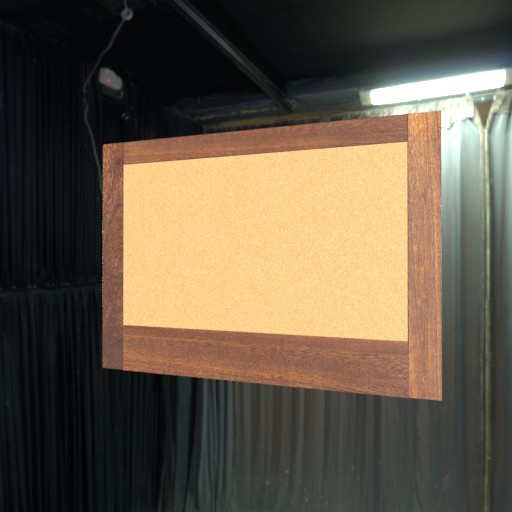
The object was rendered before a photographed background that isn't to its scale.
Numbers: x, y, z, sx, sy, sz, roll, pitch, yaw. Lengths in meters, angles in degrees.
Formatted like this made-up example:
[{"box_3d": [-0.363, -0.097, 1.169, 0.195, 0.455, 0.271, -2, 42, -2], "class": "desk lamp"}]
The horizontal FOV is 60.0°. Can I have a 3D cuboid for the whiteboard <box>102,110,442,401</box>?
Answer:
[{"box_3d": [0.000, 0.000, 1.018, 0.783, 0.559, 0.083, 0, 0, 19], "class": "whiteboard"}]
